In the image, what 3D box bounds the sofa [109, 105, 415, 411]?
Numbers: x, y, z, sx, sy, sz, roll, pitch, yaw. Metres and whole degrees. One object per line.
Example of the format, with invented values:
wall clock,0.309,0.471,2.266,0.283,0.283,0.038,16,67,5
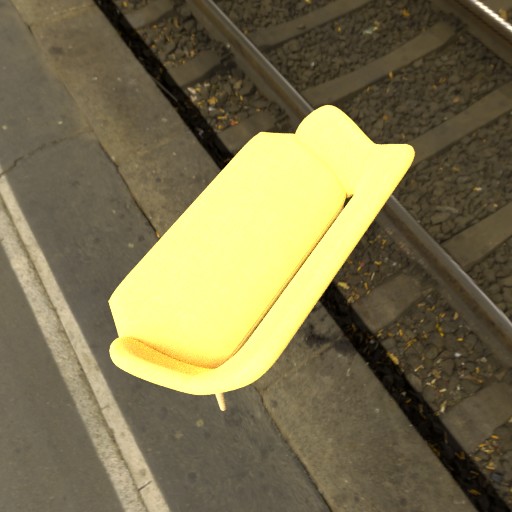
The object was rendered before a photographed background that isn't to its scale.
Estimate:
sofa,0.000,0.000,1.598,0.610,0.840,1.150,33,69,14
